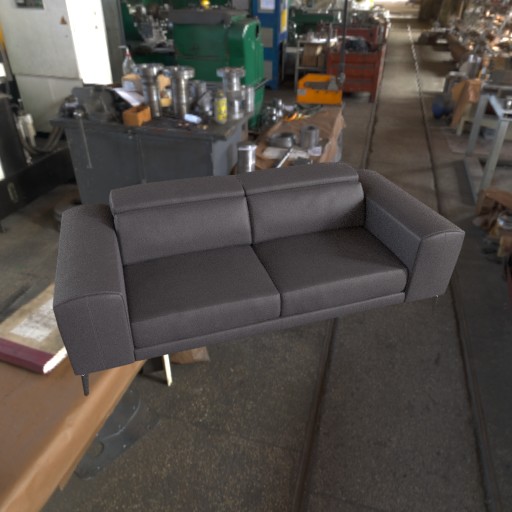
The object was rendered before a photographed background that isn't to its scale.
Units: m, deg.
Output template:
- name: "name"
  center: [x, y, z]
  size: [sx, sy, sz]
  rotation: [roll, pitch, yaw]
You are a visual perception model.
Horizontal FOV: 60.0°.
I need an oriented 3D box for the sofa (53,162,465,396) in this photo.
- name: "sofa"
  center: [0.000, 0.000, 2.873]
  size: [2.330, 0.814, 1.048]
  rotation: [-10, 34, -15]
